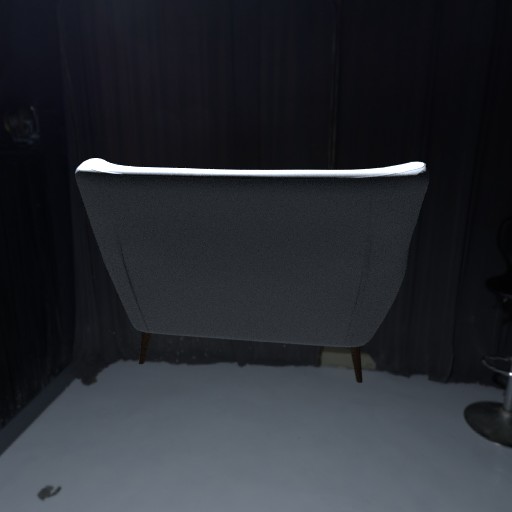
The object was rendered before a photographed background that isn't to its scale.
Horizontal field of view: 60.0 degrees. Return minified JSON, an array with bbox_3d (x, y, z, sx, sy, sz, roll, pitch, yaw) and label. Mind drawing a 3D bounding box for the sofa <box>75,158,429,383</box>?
[{"bbox_3d":[0.000,0.000,2.013,1.424,0.878,0.921,3,16,9],"label":"sofa"}]
